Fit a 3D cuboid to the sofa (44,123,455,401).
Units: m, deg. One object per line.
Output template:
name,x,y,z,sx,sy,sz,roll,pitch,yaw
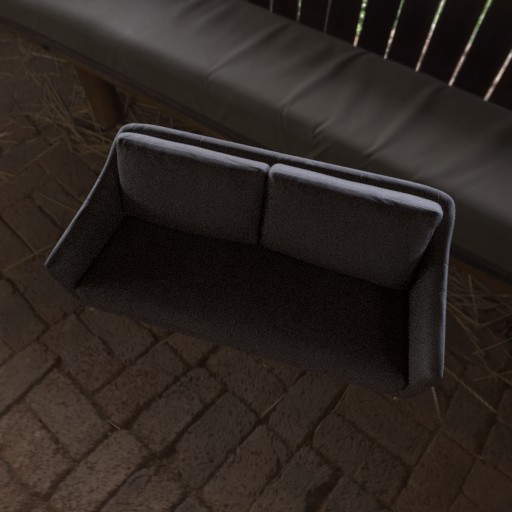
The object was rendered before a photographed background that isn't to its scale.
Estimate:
sofa,0.000,0.000,2.483,2.036,0.902,0.960,15,60,9
